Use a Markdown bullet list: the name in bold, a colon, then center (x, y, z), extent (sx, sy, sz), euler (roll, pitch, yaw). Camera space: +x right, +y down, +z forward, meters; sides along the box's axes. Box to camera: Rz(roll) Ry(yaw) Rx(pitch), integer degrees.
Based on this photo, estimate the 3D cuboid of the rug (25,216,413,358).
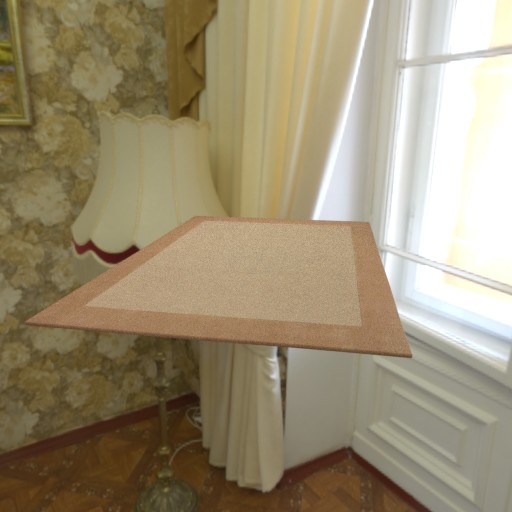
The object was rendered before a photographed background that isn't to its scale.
- **rug**: center (0.000, 0.000, 2.211), extent (1.219, 0.014, 1.829), euler (3, 17, 10)
